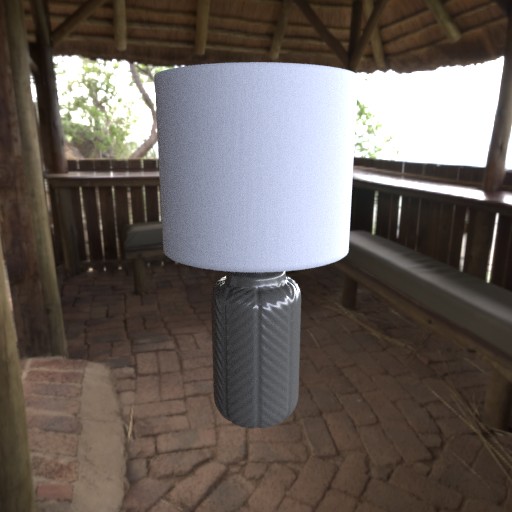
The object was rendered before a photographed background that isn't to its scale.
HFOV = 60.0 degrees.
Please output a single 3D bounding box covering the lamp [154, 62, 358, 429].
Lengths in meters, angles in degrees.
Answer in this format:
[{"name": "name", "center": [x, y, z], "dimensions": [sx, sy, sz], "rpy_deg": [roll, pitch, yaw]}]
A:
[{"name": "lamp", "center": [0.000, 0.000, 0.500], "dimensions": [0.203, 0.389, 0.203], "rpy_deg": [2, 15, 8]}]
